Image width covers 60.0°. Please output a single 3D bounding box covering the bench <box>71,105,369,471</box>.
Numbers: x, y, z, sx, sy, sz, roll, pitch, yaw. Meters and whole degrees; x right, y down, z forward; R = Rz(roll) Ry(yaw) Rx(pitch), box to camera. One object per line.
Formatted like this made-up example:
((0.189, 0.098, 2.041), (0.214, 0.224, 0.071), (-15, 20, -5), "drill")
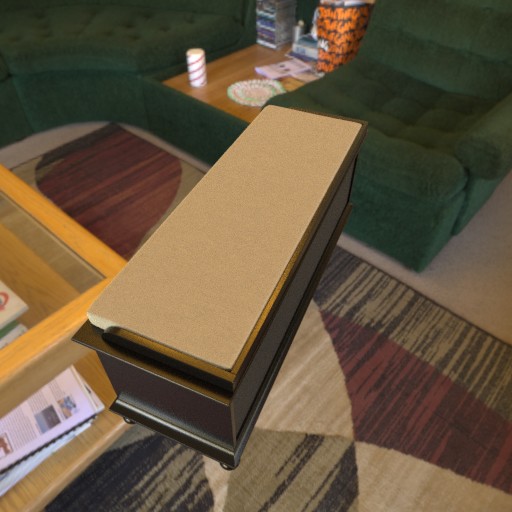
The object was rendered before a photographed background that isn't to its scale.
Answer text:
((0.000, 0.000, 1.477), (0.402, 0.501, 1.185), (18, 48, 16), "bench")
